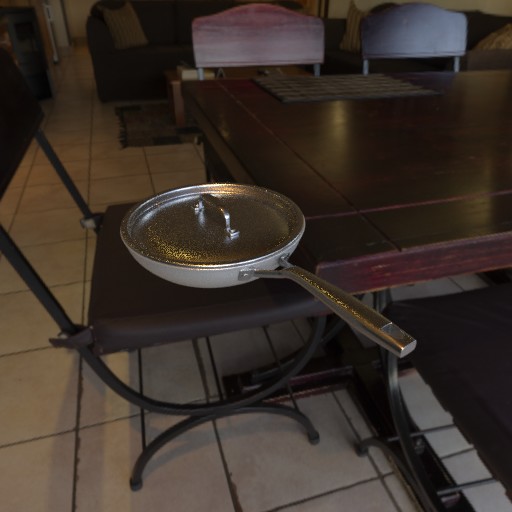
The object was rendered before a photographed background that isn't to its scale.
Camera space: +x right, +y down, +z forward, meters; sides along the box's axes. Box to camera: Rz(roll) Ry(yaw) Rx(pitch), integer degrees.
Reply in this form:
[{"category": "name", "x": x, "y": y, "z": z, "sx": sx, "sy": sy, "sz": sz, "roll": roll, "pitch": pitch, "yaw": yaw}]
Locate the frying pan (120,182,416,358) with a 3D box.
[{"category": "frying pan", "x": 0.000, "y": 0.000, "z": 0.595, "sx": 0.272, "sy": 0.086, "sz": 0.490, "roll": -21, "pitch": 37, "yaw": -30}]
